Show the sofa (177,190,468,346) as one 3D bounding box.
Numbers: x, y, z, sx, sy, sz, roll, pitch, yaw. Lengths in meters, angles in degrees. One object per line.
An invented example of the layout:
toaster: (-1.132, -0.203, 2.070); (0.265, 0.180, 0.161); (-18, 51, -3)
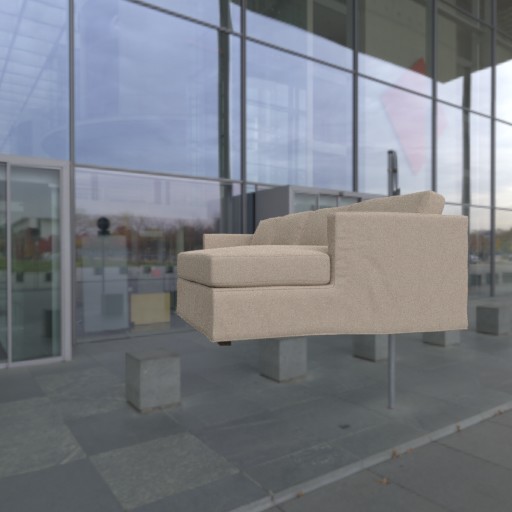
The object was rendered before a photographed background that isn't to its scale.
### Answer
sofa: (0.000, 0.000, 3.895); (1.622, 0.867, 3.177); (0, 1, -20)
